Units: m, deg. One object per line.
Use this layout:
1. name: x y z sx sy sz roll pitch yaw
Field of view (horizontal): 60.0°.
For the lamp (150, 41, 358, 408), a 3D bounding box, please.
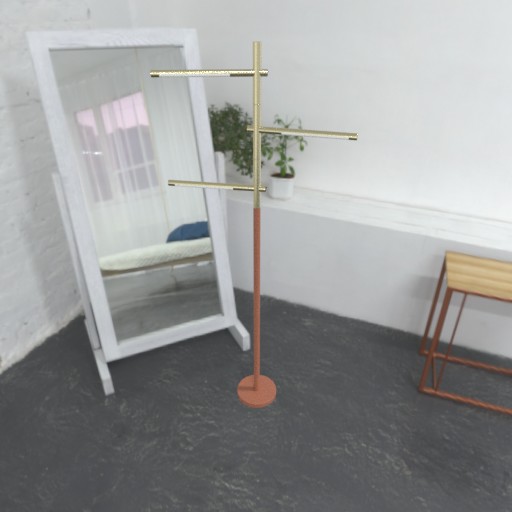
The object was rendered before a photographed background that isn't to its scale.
1. lamp: 0.000 0.000 1.952 0.737 1.704 0.209 1 31 2
